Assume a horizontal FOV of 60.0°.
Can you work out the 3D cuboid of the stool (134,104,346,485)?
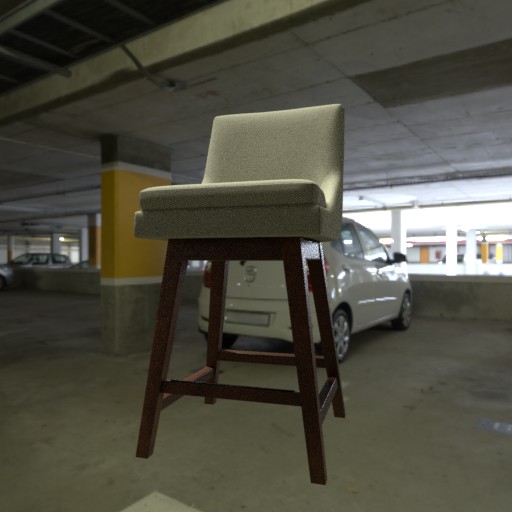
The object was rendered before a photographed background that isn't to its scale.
[{"bbox_3d":[0.000,0.000,1.270,0.469,0.991,0.559,0,0,17],"label":"stool"}]
